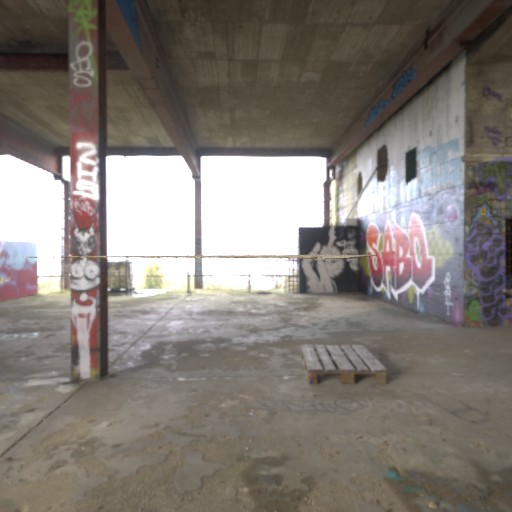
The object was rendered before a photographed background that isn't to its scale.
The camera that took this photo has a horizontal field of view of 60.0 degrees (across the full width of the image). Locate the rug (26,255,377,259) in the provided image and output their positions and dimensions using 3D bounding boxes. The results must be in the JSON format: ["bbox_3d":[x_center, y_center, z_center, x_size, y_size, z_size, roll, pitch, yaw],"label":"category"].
[{"bbox_3d":[0.000,0.000,2.986,1.524,0.008,2.438,0,0,18],"label":"rug"}]
